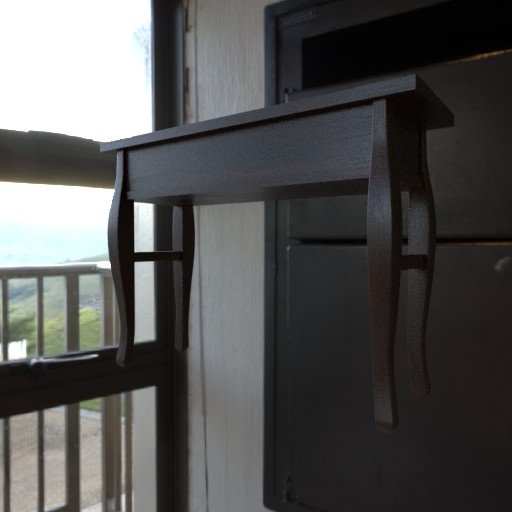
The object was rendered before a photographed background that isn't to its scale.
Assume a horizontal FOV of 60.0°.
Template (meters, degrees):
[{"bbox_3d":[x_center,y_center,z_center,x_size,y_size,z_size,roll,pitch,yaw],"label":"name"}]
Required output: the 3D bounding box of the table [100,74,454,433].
[{"bbox_3d":[0.000,0.000,1.369,1.062,0.768,0.373,1,2,36],"label":"table"}]
